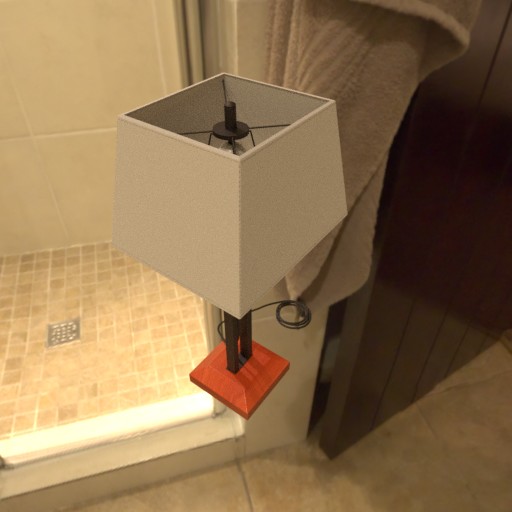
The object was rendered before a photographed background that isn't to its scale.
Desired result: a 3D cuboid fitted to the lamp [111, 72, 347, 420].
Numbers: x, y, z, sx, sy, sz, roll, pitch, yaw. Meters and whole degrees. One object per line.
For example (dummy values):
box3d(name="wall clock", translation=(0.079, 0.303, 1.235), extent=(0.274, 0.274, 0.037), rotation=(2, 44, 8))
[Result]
box3d(name="lamp", translation=(0.000, 0.000, 0.988), extent=(0.310, 0.737, 0.498), rotation=(26, 46, 27))
